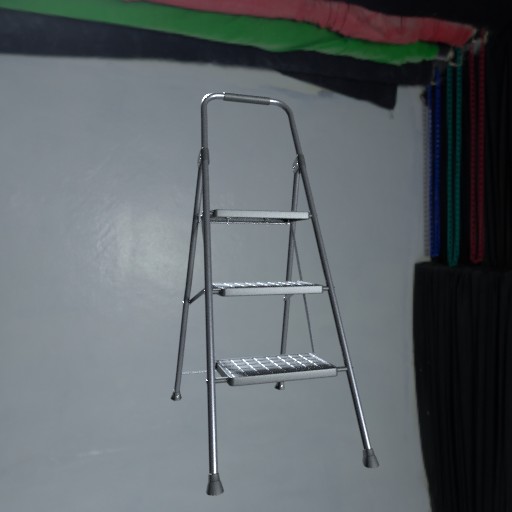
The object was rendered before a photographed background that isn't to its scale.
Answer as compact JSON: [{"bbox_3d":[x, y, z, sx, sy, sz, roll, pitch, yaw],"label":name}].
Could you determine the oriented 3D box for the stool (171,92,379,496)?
[{"bbox_3d":[0.000,0.000,1.454,0.473,1.121,0.733,0,1,-18],"label":"stool"}]
